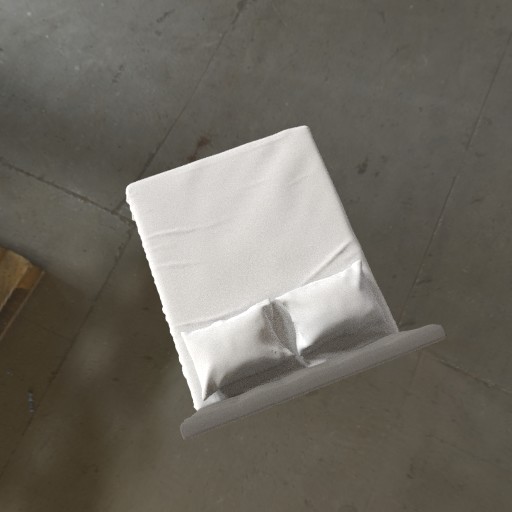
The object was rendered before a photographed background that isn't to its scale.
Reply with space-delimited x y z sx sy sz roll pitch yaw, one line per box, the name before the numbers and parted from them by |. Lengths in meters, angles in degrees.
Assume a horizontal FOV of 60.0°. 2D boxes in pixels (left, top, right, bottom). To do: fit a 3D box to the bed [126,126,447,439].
bed | 0.000 0.000 3.493 1.936 1.577 2.222 -20 77 -5
